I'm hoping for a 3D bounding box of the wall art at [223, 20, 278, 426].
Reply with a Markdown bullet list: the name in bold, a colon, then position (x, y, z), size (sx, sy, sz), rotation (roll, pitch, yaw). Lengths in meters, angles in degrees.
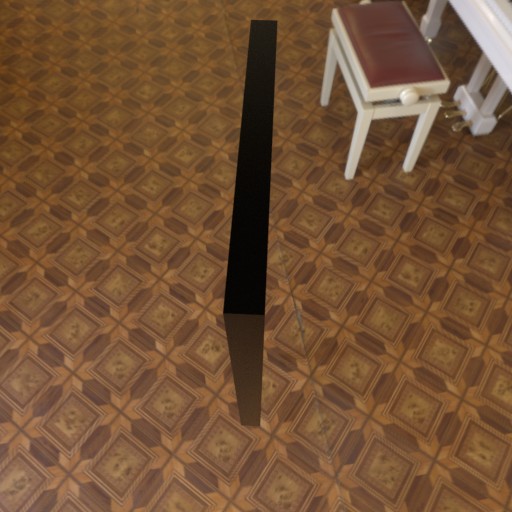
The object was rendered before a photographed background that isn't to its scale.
- **wall art**: position (0.000, 0.000, 0.751), size (0.039, 0.553, 0.451), rotation (2, 59, 1)
